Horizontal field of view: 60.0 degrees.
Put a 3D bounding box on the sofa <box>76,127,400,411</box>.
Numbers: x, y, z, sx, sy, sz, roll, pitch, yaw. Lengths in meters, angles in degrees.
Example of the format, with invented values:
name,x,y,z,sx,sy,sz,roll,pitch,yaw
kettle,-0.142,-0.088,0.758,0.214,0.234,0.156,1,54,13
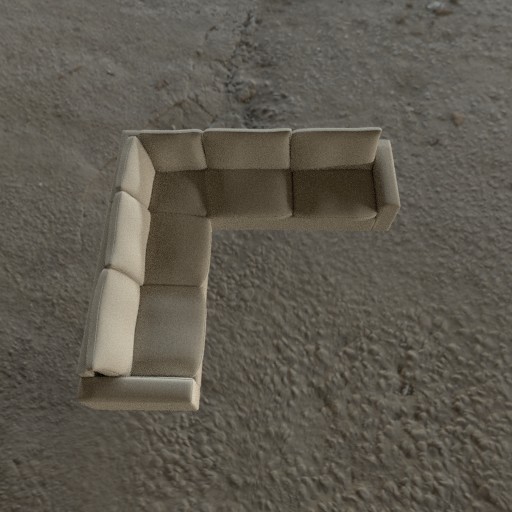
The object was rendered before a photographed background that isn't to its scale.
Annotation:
name,x,y,z,sx,sy,sz,roll,pitch,yaw
sofa,0.000,0.000,4.754,3.206,0.918,3.066,1,63,0
